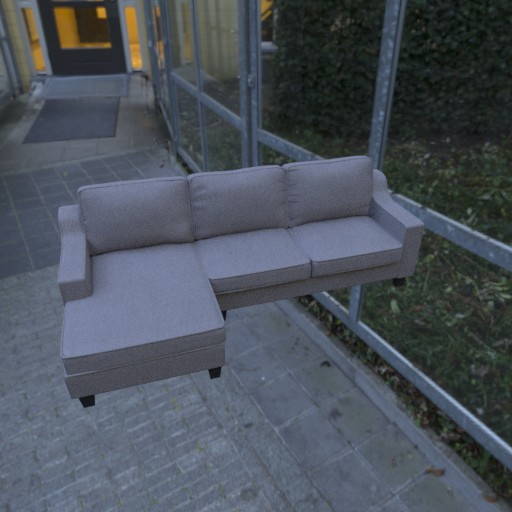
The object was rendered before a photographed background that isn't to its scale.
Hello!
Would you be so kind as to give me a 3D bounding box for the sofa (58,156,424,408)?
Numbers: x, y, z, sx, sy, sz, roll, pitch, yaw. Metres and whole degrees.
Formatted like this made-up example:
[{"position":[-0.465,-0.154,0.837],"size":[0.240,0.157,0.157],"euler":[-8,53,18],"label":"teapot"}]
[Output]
[{"position":[0.000,0.000,3.123],"size":[2.561,0.928,1.294],"euler":[-9,33,-15],"label":"sofa"}]
